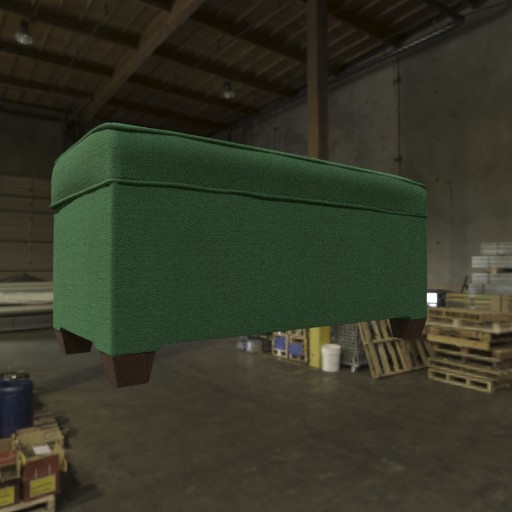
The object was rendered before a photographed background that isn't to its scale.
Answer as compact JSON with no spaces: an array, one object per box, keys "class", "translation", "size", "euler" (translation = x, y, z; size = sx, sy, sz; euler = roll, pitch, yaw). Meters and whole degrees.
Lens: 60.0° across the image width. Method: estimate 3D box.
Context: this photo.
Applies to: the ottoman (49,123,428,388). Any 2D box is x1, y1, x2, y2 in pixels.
[{"class":"ottoman","translation":[0.000,0.000,1.187],"size":[0.957,0.471,0.483],"euler":[1,-2,-36]}]
